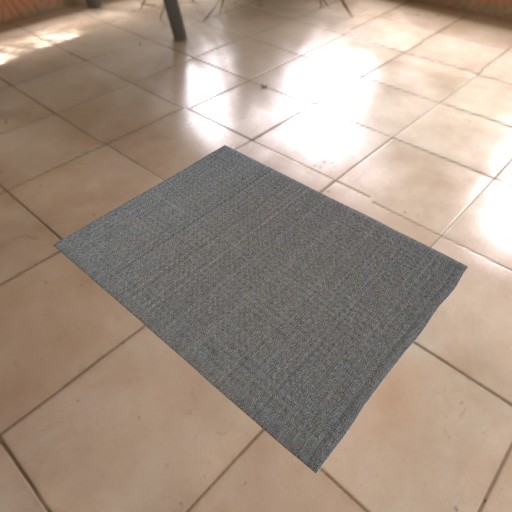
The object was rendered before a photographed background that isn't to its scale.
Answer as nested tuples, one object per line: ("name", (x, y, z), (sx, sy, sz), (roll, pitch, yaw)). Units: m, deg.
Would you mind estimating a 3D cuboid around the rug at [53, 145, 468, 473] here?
("rug", (0.000, 0.000, 4.248), (3.200, 0.007, 2.443), (32, 54, 28))
